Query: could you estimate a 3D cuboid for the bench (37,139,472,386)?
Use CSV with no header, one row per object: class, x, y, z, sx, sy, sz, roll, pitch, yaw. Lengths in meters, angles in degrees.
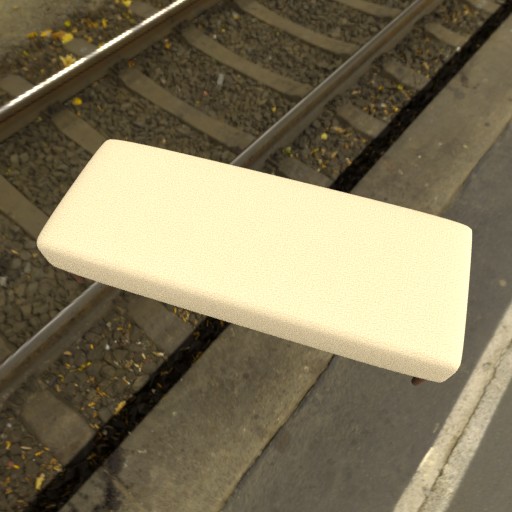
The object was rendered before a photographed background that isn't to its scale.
bench,0.000,0.000,1.864,1.609,0.393,0.646,15,60,9
